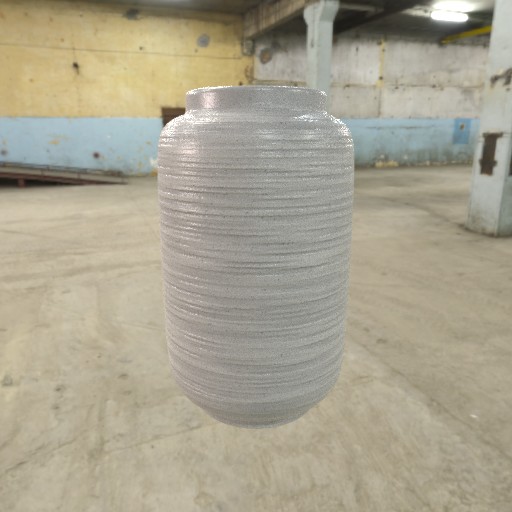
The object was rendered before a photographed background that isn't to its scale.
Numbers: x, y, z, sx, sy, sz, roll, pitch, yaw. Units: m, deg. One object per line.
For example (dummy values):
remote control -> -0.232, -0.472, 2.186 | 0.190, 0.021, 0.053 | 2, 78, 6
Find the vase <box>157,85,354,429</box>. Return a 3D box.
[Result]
vase -> 0.000, 0.000, 0.484 | 0.202, 0.335, 0.202 | 0, 15, 0
